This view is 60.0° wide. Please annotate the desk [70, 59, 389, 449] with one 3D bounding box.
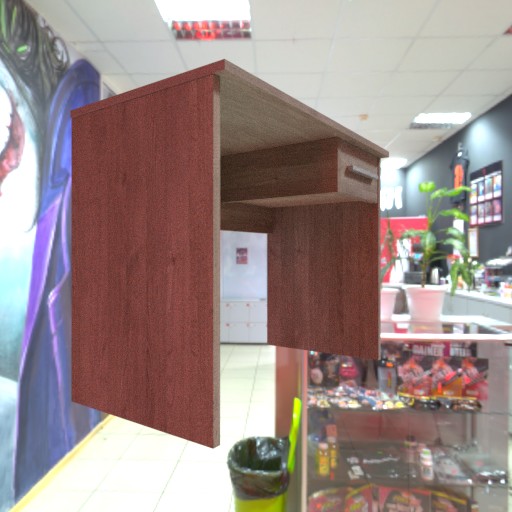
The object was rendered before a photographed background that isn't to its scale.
[{"bbox_3d":[0.000,0.000,1.321,0.498,0.724,0.893,0,0,36],"label":"desk"}]
